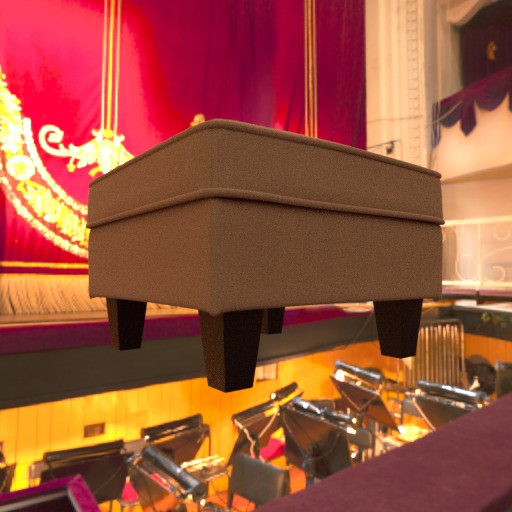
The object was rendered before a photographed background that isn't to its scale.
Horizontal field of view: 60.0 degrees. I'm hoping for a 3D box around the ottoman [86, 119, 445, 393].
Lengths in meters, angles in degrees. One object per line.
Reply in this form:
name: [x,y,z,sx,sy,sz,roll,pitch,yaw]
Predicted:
ottoman: [0.000,0.000,1.021,0.616,0.438,0.613,2,-3,-37]
